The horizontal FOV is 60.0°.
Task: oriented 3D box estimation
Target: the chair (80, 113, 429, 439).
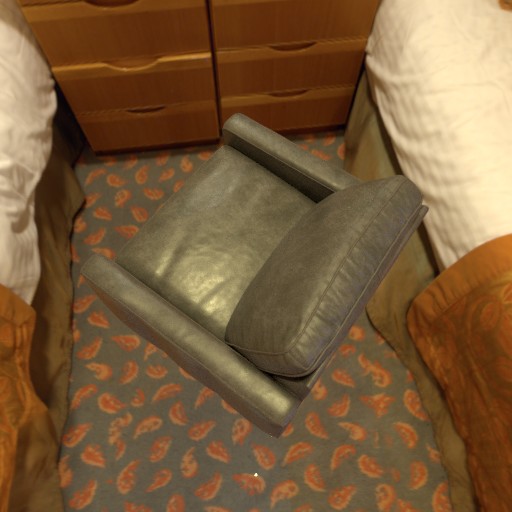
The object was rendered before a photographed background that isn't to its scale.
[{"bbox_3d":[0.000,0.000,1.801,0.939,0.916,1.006,33,68,15],"label":"chair"}]
